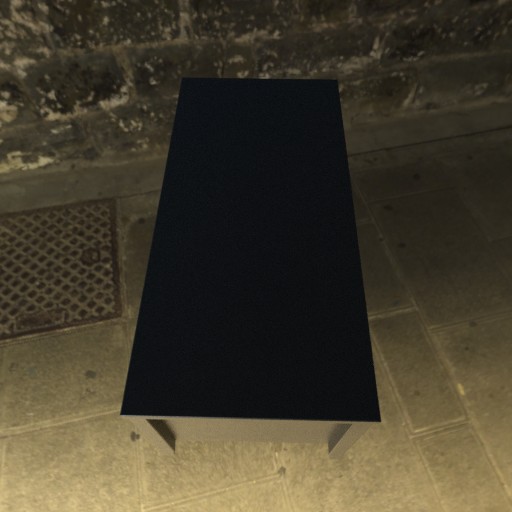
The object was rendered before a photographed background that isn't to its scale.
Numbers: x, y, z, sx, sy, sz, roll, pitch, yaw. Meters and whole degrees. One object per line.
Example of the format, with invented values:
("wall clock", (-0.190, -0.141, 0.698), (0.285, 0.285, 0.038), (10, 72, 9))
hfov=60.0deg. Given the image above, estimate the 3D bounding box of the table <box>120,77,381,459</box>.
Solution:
("table", (0.000, 0.000, 1.284), (0.483, 0.457, 1.016), (1, 57, 1))
